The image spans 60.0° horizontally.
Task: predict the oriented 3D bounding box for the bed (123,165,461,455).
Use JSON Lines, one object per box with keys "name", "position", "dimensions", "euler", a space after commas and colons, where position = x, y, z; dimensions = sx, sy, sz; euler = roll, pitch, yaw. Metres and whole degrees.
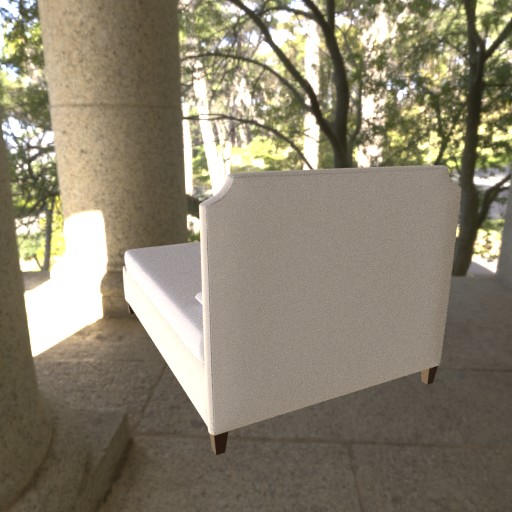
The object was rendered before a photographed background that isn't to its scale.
{"name": "bed", "position": [0.000, 0.000, 3.523], "dimensions": [1.712, 1.497, 2.372], "euler": [-7, 16, -26]}
